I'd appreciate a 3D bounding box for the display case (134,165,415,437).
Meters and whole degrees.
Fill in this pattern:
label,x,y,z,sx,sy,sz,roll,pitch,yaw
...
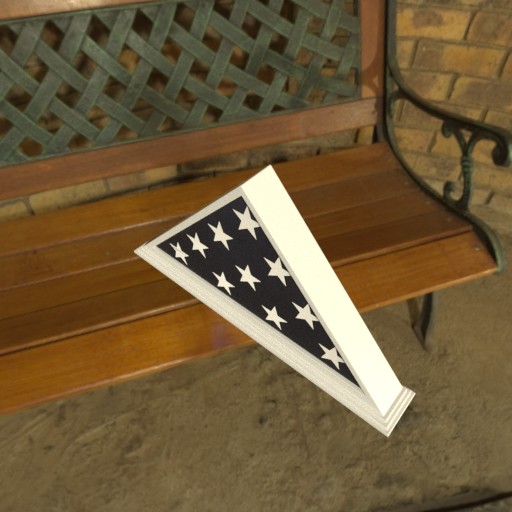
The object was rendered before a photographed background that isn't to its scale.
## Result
label,x,y,z,sx,sy,sz,roll,pitch,yaw
display case,0.000,0.000,0.761,0.640,0.340,0.095,32,54,26
